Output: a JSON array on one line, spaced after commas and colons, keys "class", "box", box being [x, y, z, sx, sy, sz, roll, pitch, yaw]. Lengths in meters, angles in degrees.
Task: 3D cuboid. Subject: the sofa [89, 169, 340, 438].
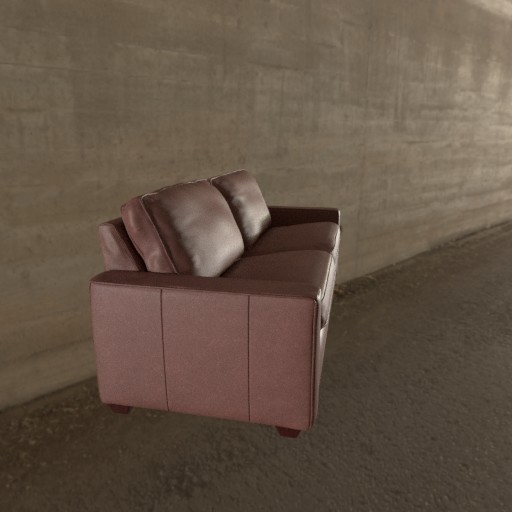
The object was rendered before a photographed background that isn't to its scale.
[{"class": "sofa", "box": [0.000, 0.000, 2.622, 0.940, 0.919, 2.080, 3, 15, 12]}]
